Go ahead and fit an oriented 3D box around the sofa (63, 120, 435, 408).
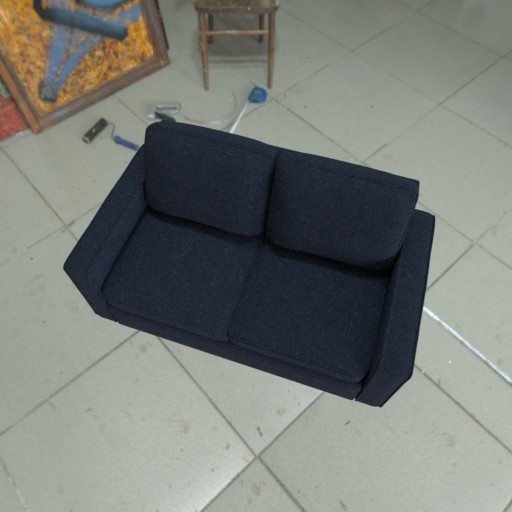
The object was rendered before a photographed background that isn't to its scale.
[{"bbox_3d":[0.000,0.000,2.354,1.709,0.918,0.947,16,59,10],"label":"sofa"}]
